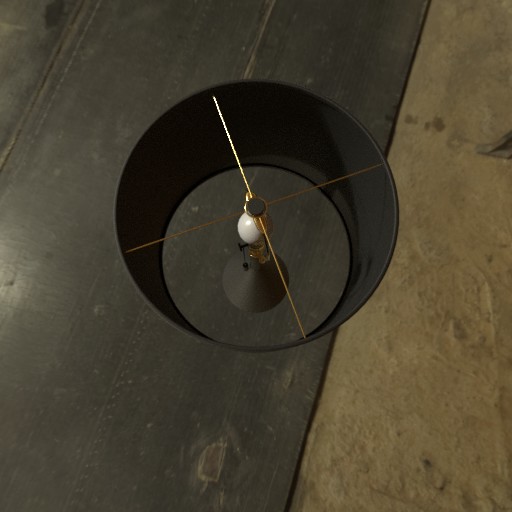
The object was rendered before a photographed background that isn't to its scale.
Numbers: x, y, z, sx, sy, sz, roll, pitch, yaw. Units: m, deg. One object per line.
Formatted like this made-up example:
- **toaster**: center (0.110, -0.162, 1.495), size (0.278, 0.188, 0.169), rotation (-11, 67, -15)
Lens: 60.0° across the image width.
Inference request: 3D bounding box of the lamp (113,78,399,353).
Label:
- **lamp**: center (0.000, 0.000, 0.839), size (0.359, 0.584, 0.359), rotation (-19, 78, -4)
